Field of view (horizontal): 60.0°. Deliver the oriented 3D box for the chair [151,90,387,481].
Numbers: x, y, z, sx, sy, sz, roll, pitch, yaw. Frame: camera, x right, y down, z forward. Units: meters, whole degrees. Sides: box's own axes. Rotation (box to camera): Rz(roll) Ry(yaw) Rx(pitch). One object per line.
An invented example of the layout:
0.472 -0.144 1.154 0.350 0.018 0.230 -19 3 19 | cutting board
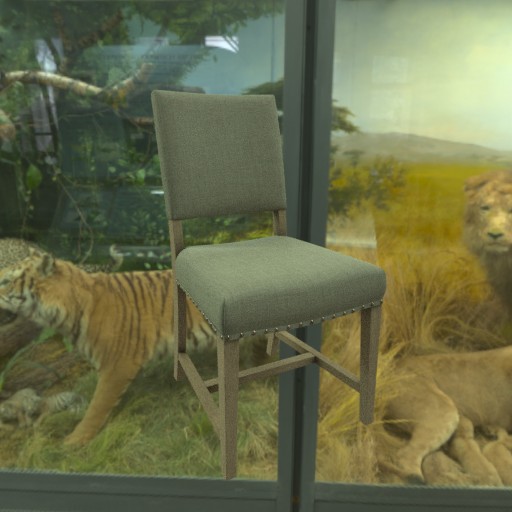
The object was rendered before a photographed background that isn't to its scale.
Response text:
0.000 0.000 1.371 0.508 0.986 0.622 -8 18 -27 | chair
